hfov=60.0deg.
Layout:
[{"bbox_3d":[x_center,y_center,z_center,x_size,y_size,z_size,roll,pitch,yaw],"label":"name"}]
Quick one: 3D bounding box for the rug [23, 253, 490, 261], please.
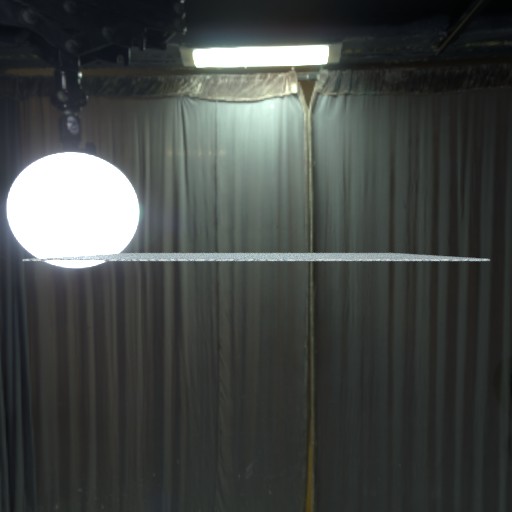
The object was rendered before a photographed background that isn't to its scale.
[{"bbox_3d":[0.000,0.000,2.339,1.824,0.008,1.220,0,1,0],"label":"rug"}]
